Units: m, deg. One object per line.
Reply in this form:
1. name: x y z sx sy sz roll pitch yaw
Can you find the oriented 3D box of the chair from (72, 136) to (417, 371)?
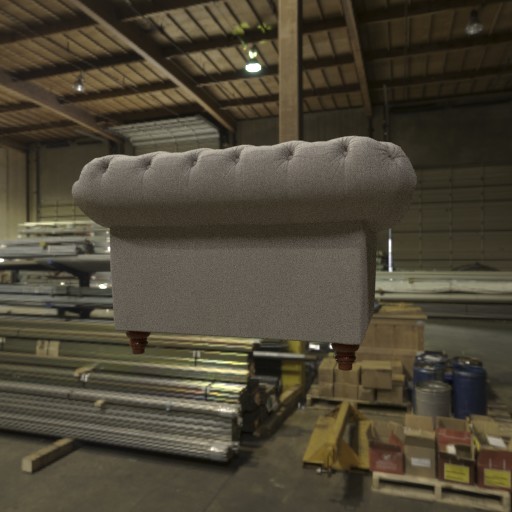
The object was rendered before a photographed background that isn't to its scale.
1. chair: 0.000 0.000 1.895 1.270 0.770 0.976 0 0 18
